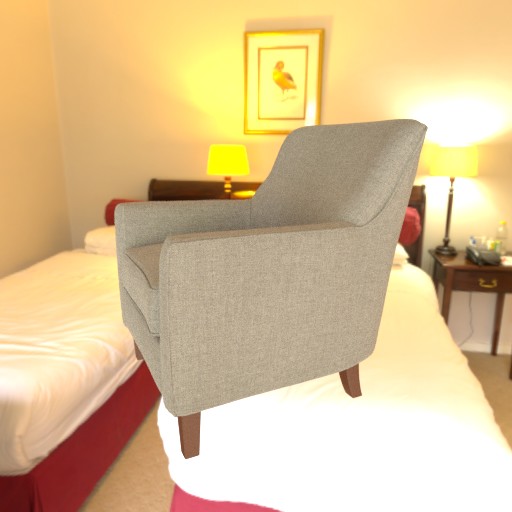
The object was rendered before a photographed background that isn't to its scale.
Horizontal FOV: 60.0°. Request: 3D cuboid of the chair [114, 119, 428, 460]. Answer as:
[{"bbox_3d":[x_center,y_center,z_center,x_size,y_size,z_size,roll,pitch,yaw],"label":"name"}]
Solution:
[{"bbox_3d":[0.000,0.000,1.784,0.993,1.047,0.887,-7,15,-25],"label":"chair"}]
